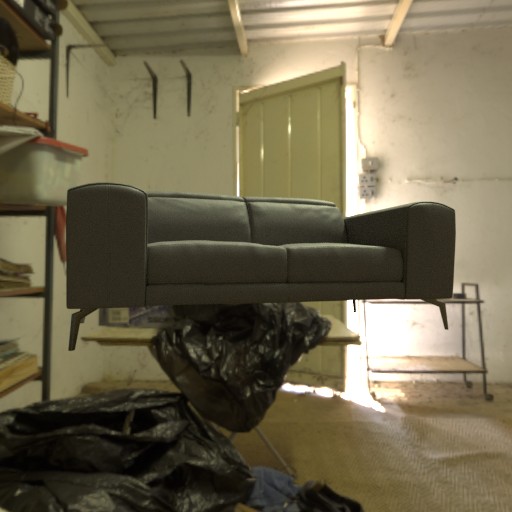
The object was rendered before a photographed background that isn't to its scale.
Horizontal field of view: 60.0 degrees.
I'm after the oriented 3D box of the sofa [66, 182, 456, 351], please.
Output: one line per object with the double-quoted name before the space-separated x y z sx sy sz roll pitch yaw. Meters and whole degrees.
"sofa" 0.000 0.000 2.451 1.895 0.779 1.003 1 -2 -19
